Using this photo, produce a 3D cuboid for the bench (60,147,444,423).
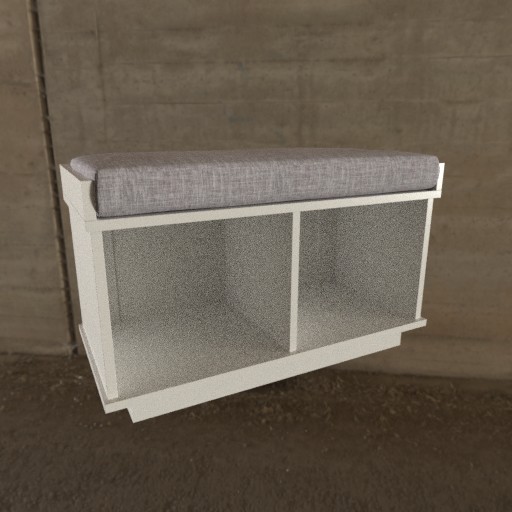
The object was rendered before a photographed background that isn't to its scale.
[{"bbox_3d":[0.000,0.000,0.987,0.734,0.461,0.362,-8,18,-26],"label":"bench"}]
